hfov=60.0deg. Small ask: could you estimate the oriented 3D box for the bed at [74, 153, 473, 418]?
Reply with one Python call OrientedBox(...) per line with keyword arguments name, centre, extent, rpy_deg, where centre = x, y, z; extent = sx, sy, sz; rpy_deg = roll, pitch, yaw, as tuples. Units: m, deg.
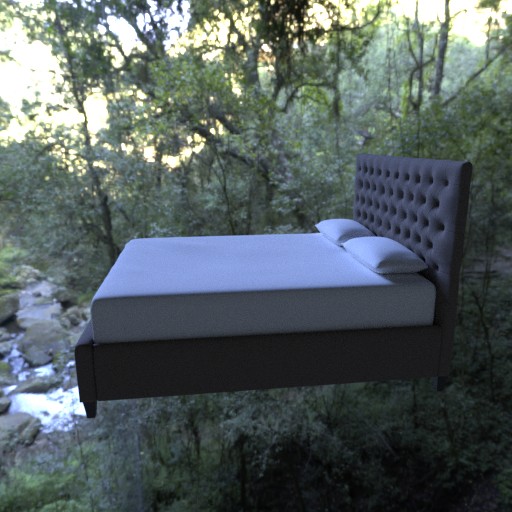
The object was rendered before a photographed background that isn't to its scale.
OrientedBox(name="bed", centre=(0.000, 0.000, 3.273), extent=(2.233, 1.426, 1.696), rpy_deg=(-2, 15, -7))
